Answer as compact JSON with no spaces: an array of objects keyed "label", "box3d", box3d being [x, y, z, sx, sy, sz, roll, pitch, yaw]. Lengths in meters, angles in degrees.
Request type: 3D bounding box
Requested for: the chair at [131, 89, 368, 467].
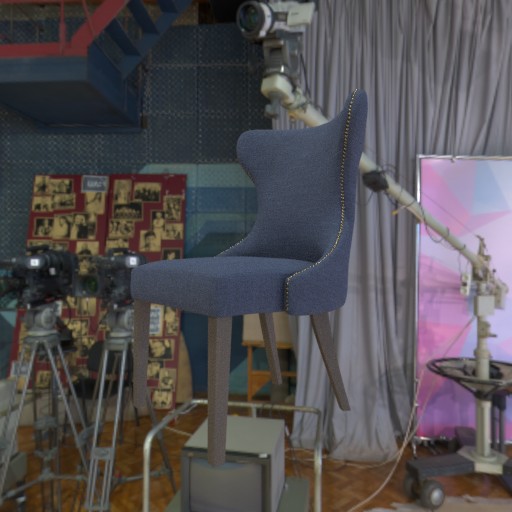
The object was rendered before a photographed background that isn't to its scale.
[{"label":"chair","box3d":[0.000,0.000,1.402,0.635,0.967,0.628,0,1,-36]}]
